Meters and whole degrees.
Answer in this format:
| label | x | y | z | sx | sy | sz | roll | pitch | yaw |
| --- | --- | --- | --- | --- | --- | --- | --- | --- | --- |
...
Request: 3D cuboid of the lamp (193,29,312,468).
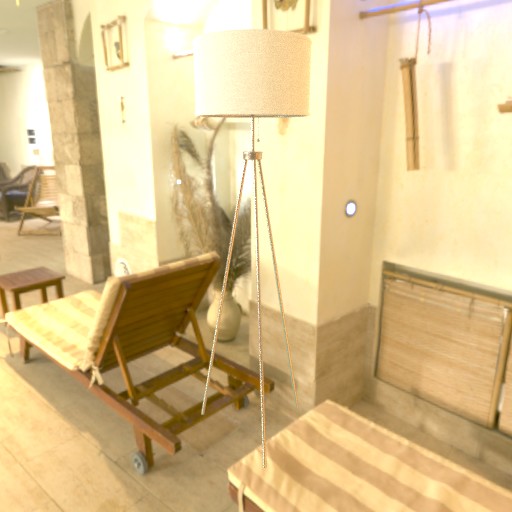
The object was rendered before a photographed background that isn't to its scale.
| label | x | y | z | sx | sy | sz | roll | pitch | yaw |
| --- | --- | --- | --- | --- | --- | --- | --- | --- | --- |
| lamp | 0.000 | 0.000 | 1.758 | 0.458 | 1.545 | 0.448 | -14 | 21 | -42 |
